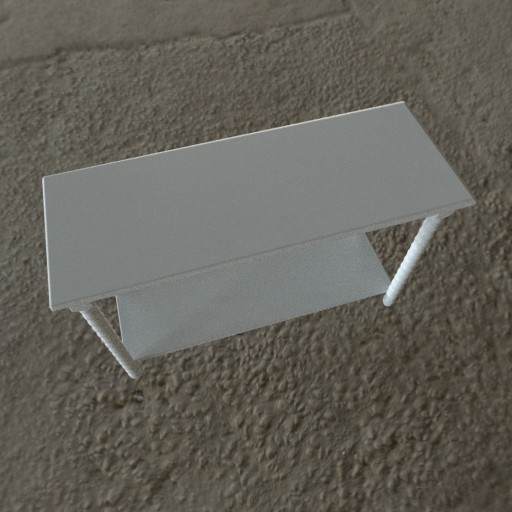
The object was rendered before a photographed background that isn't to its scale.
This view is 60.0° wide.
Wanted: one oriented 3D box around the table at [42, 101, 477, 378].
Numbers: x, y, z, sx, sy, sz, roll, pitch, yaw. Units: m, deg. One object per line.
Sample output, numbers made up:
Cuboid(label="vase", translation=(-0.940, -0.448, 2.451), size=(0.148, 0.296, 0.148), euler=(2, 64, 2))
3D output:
Cuboid(label="table", translation=(0.000, 0.000, 1.592), size=(1.184, 0.740, 0.459), euler=(-14, 59, -9))
